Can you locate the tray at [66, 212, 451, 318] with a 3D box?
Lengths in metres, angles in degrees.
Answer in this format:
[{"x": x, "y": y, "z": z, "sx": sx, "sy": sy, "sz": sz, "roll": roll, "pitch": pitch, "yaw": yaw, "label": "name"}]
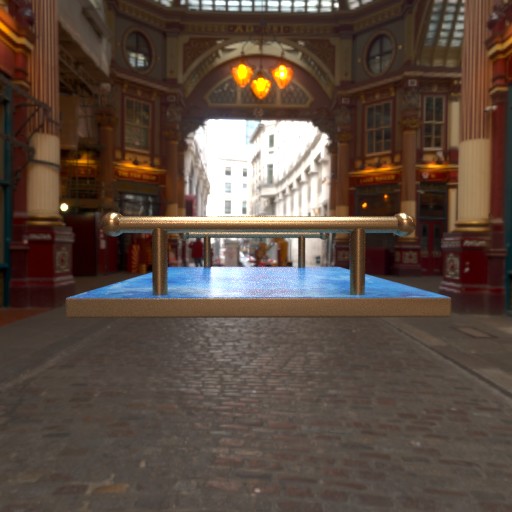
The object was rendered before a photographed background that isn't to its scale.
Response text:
[{"x": 0.000, "y": 0.000, "z": 0.568, "sx": 0.304, "sy": 0.084, "sz": 0.444, "roll": 0, "pitch": 2, "yaw": -1, "label": "tray"}]
